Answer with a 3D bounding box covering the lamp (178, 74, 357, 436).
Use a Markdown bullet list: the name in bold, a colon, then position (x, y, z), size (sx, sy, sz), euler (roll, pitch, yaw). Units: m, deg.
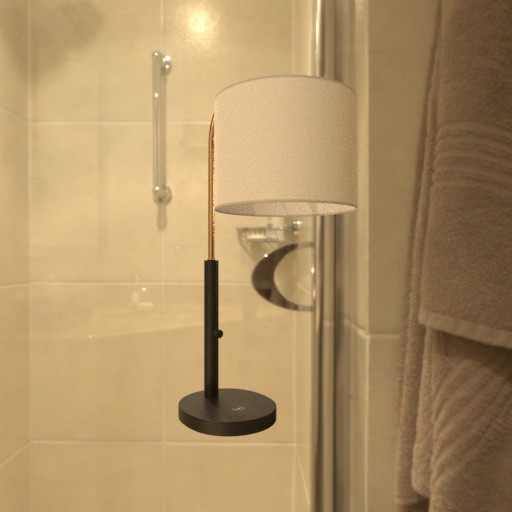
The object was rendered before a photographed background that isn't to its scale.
- **lamp**: position (0.000, 0.000, 0.682), size (0.199, 0.540, 0.337), euler (0, 0, -37)
